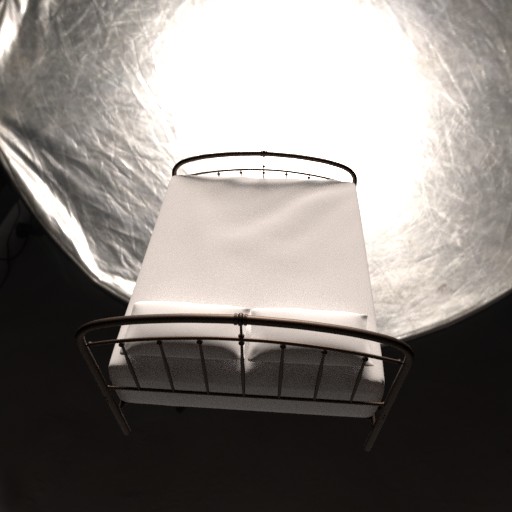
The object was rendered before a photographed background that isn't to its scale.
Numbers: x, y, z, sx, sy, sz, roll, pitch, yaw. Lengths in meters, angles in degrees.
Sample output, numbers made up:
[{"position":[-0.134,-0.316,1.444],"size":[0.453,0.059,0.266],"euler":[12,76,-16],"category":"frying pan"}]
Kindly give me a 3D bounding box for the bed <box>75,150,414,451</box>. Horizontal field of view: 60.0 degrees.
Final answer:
[{"position":[0.000,0.000,3.247],"size":[1.711,1.425,2.180],"euler":[3,46,3],"category":"bed"}]
